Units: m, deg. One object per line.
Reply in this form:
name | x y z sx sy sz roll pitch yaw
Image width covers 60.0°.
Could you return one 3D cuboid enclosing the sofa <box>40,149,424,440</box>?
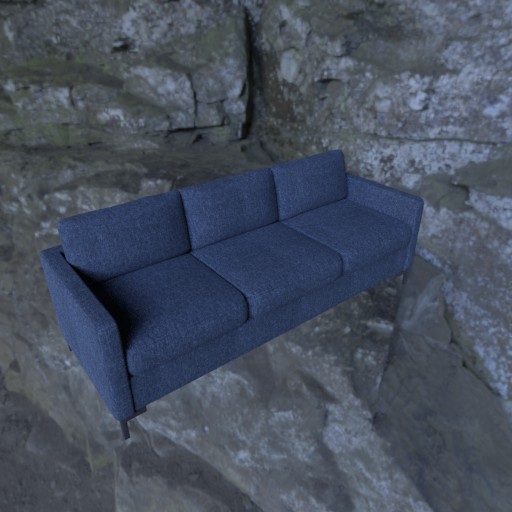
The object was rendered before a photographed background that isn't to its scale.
sofa | 0.000 0.000 2.715 2.218 0.874 0.859 -21 36 -32
